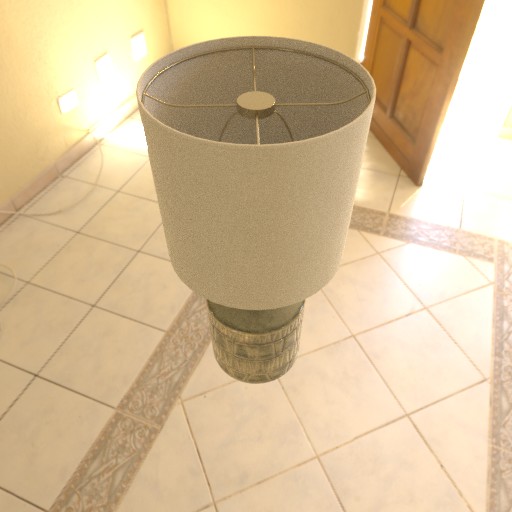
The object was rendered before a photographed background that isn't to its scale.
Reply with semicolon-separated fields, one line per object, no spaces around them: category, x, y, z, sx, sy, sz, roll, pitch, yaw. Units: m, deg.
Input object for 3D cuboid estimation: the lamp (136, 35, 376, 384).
lamp;0.000;0.000;0.560;0.211;0.455;0.211;9;47;8
